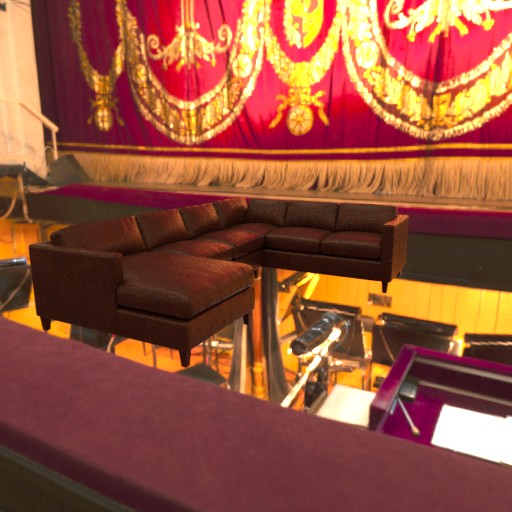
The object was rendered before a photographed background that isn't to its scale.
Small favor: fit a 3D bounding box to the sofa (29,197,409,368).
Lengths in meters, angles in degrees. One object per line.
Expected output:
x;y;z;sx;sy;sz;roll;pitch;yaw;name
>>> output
0.000;0.000;4.532;2.452;0.891;3.324;7;14;27;sofa
